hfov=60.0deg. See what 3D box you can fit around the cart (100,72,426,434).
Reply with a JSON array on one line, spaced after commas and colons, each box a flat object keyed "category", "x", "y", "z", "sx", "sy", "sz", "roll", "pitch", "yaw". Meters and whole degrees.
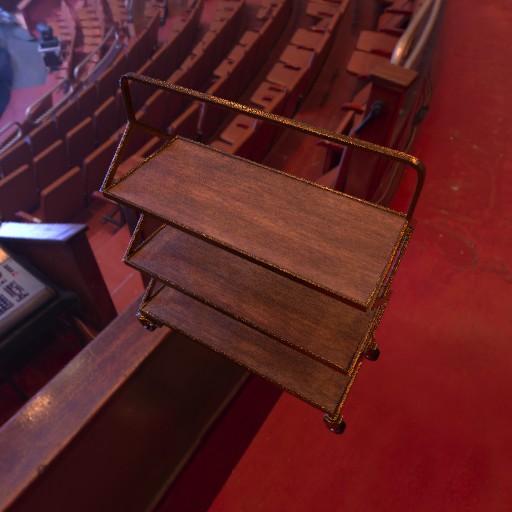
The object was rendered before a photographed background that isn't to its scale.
[{"category": "cart", "x": 0.000, "y": 0.000, "z": 1.145, "sx": 0.723, "sy": 0.805, "sz": 0.313, "roll": 24, "pitch": 51, "yaw": 21}]
